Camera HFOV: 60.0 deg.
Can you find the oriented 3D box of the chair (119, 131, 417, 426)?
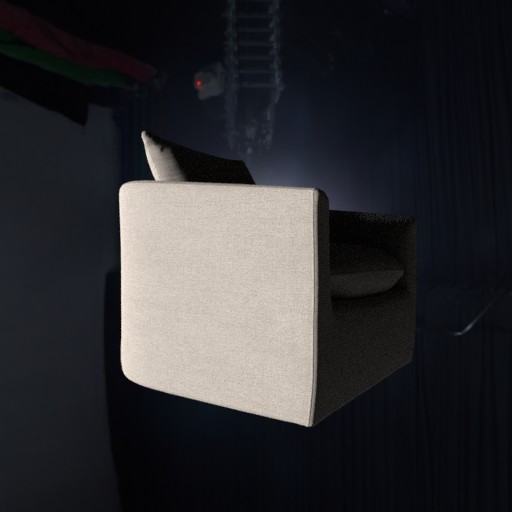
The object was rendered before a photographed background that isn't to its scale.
[{"bbox_3d":[0.000,0.000,1.579,0.910,0.848,0.845,0,-1,35],"label":"chair"}]
